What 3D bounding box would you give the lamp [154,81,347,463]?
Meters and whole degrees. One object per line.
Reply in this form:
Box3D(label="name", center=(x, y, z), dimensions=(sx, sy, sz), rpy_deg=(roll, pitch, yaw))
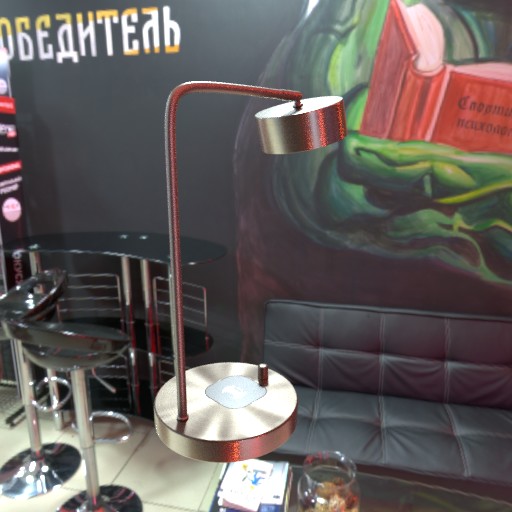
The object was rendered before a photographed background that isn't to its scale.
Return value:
Box3D(label="lamp", center=(0.000, 0.000, 0.650), dimensions=(0.334, 0.469, 0.211), rpy_deg=(-13, 19, -43))
